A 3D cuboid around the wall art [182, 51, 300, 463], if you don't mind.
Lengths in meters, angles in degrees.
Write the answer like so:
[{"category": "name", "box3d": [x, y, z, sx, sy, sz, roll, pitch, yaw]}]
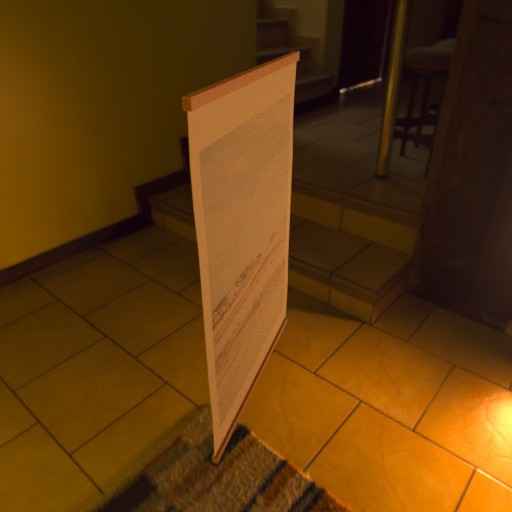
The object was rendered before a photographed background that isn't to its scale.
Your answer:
[{"category": "wall art", "box3d": [0.000, 0.000, 1.931, 0.025, 1.521, 1.011, 11, 33, 18]}]
